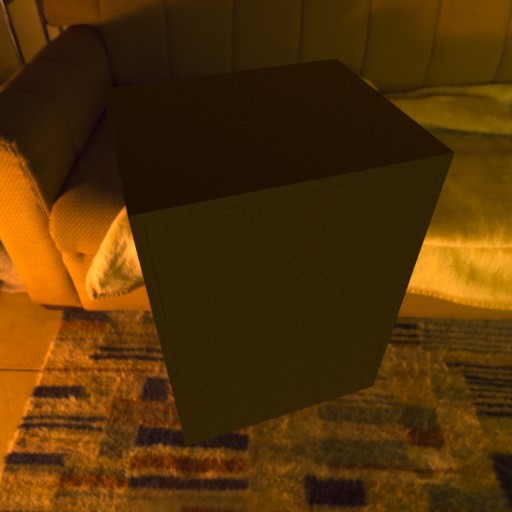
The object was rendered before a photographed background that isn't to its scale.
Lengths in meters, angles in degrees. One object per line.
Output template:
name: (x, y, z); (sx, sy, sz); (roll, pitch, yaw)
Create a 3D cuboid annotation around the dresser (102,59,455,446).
dresser: (0.000, 0.000, 0.821); (0.400, 0.560, 0.360); (-13, 45, -13)
